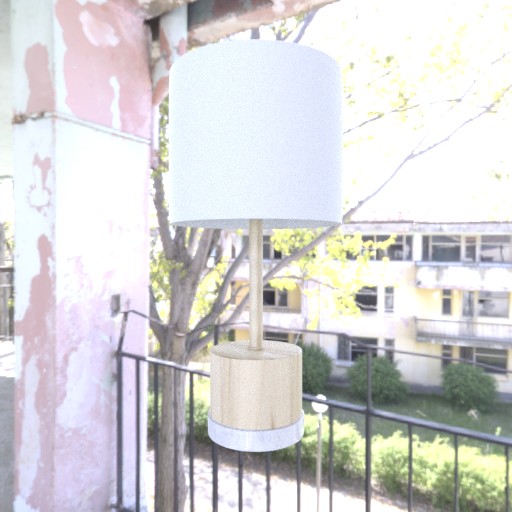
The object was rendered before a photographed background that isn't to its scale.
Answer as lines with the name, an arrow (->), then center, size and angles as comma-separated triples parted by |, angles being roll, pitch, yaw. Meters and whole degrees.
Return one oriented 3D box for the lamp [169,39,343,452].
lamp -> 0.000, 0.000, 0.593 | 0.229, 0.470, 0.229 | 0, 1, 34
